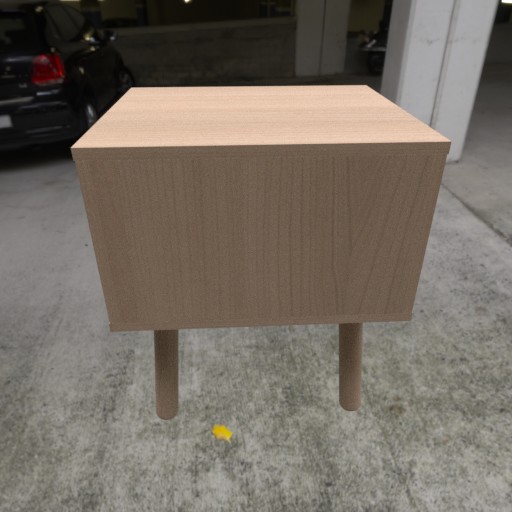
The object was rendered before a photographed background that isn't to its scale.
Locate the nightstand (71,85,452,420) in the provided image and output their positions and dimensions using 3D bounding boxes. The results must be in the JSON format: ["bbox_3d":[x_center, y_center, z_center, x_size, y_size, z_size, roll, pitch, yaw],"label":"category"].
[{"bbox_3d":[0.000,0.000,0.821,0.450,0.530,0.380,-2,31,-3],"label":"nightstand"}]
